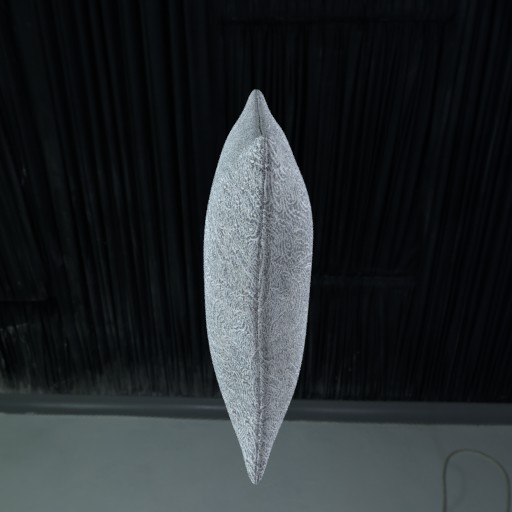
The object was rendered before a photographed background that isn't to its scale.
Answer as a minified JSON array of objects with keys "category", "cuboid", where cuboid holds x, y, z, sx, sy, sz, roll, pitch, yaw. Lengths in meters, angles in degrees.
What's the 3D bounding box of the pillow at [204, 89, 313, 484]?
[{"category":"pillow","cuboid":[0.000,0.000,0.782,0.166,0.510,0.523,0,26,-1]}]
